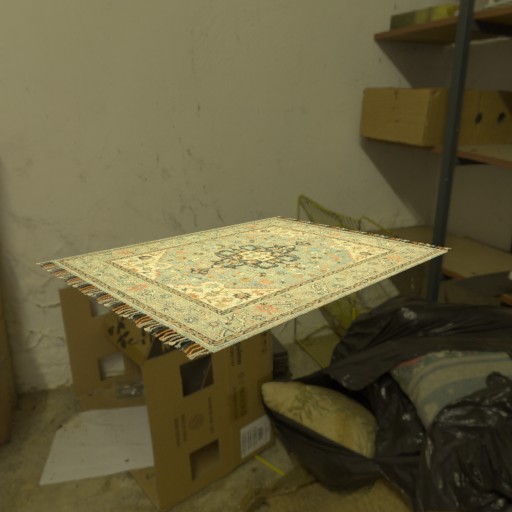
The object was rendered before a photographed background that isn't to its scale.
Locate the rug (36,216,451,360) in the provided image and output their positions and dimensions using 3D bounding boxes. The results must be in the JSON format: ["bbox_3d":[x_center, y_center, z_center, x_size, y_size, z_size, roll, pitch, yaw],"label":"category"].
[{"bbox_3d":[0.000,0.000,3.472,2.651,0.010,1.971,-15,22,-42],"label":"rug"}]
